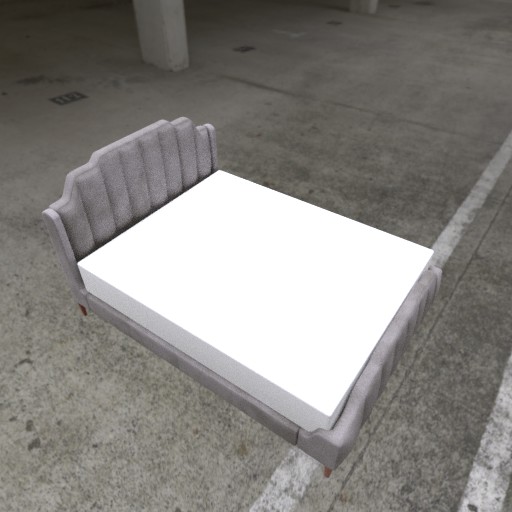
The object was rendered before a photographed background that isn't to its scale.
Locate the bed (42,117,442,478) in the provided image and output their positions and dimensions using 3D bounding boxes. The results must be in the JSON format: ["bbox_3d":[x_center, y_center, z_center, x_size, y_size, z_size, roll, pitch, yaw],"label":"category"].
[{"bbox_3d":[0.000,0.000,3.206,2.340,1.245,1.676,25,47,26],"label":"bed"}]
